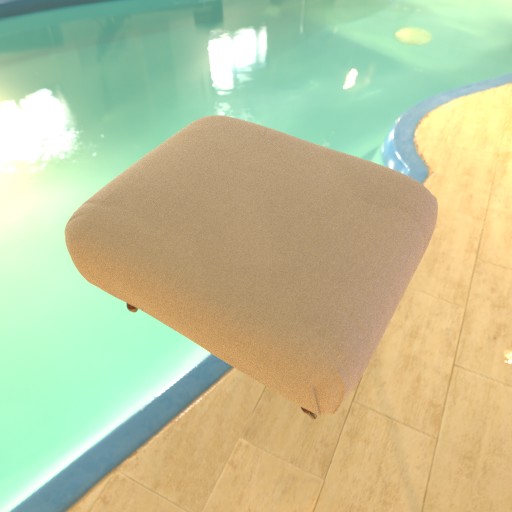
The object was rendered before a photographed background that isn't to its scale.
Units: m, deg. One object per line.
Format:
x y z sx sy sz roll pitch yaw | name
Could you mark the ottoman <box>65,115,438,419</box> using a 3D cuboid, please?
0.000 0.000 1.154 0.746 0.450 0.622 25 52 21 | ottoman
